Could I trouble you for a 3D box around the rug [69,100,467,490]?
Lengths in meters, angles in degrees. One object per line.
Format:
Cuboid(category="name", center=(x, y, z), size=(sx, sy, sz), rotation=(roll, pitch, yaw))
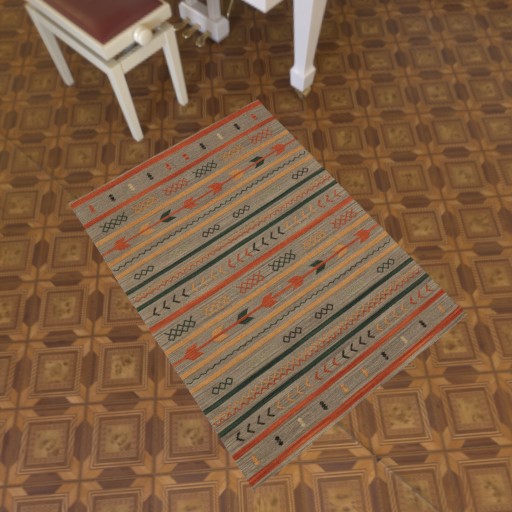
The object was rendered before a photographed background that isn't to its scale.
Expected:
Cuboid(category="rug", center=(0.000, 0.000, 4.018), size=(2.263, 0.022, 3.029), rotation=(-34, 69, -15))
